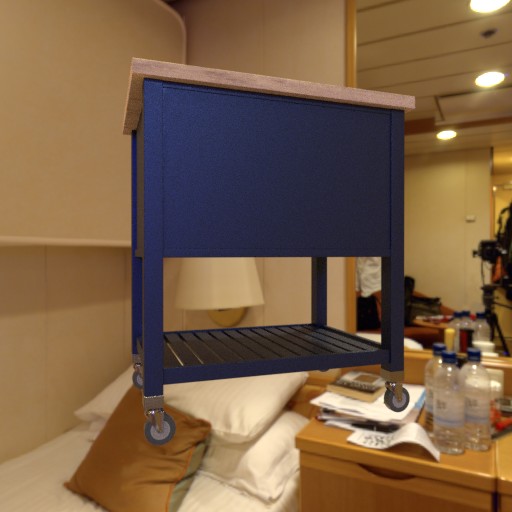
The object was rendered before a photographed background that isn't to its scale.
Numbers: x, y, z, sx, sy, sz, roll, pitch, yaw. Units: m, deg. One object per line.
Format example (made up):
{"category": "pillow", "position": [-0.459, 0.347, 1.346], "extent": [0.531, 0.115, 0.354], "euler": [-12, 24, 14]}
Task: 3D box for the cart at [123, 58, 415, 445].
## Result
{"category": "cart", "position": [0.000, 0.000, 1.422], "extent": [0.797, 0.920, 0.567], "euler": [0, 0, -19]}
